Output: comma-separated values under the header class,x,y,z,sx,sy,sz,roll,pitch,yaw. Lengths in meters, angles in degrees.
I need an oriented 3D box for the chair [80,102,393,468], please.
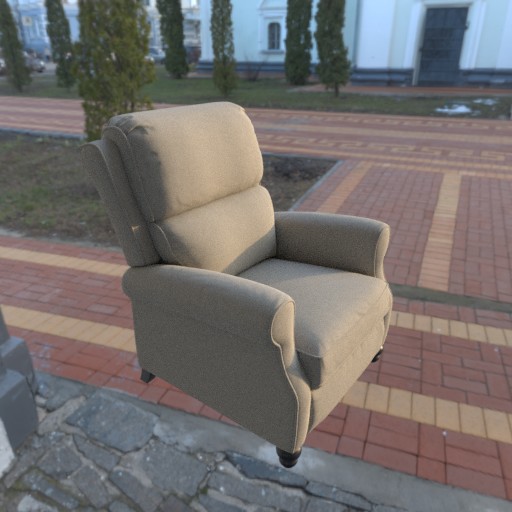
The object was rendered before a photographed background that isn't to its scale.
class,x,y,z,sx,sy,sz,roll,pitch,yaw
chair,0.000,0.000,1.705,0.919,1.046,0.859,18,30,33
